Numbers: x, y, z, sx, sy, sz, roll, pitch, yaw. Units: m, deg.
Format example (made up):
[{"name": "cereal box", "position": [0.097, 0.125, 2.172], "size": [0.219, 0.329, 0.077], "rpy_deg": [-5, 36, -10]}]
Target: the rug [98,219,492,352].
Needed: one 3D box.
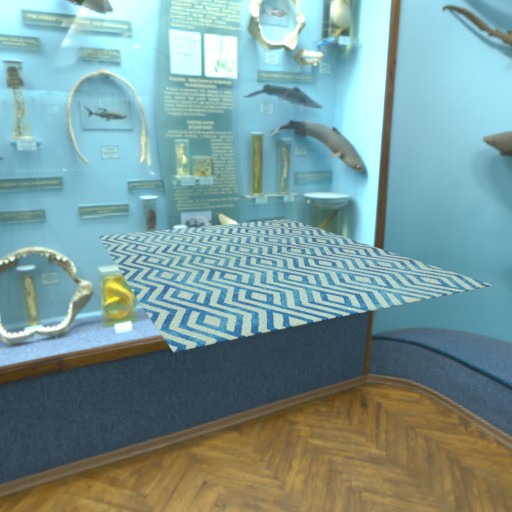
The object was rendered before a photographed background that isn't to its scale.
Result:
[{"name": "rug", "position": [0.000, 0.000, 4.130], "size": [2.453, 0.008, 3.059], "rpy_deg": [-7, 17, -25]}]
